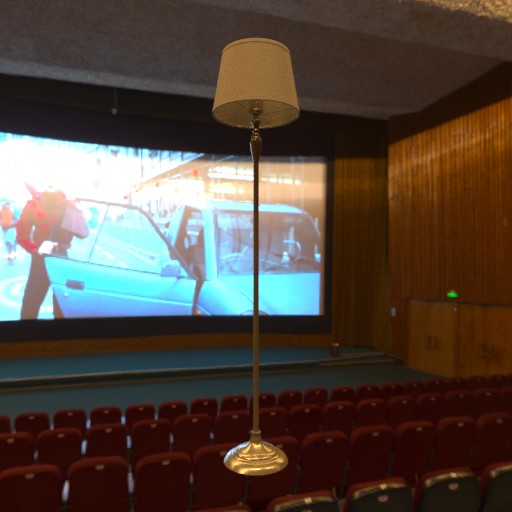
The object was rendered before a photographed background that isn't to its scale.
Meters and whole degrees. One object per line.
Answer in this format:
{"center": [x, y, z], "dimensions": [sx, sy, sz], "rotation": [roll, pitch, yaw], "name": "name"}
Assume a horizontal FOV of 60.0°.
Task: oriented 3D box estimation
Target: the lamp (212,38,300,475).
{"center": [0.000, 0.000, 1.647], "dimensions": [0.327, 1.506, 0.327], "rotation": [0, -1, -18], "name": "lamp"}
